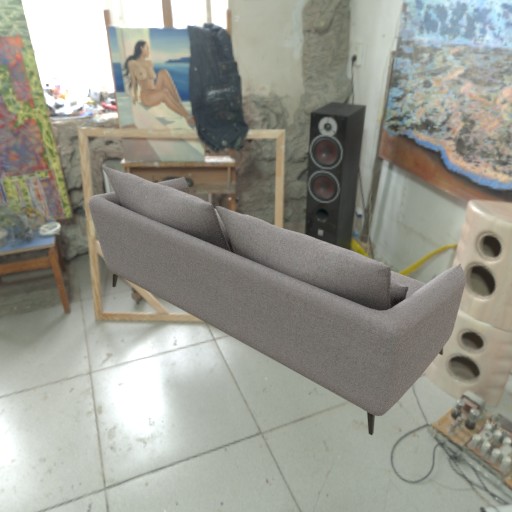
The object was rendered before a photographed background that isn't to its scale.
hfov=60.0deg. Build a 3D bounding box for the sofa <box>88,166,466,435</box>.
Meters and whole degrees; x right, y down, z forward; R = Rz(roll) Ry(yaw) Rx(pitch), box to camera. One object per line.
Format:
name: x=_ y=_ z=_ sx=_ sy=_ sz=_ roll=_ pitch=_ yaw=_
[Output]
sofa: x=0.000 y=0.000 z=2.447 sx=2.022 sy=0.833 sz=0.809 roll=22 pitch=37 yaw=32
